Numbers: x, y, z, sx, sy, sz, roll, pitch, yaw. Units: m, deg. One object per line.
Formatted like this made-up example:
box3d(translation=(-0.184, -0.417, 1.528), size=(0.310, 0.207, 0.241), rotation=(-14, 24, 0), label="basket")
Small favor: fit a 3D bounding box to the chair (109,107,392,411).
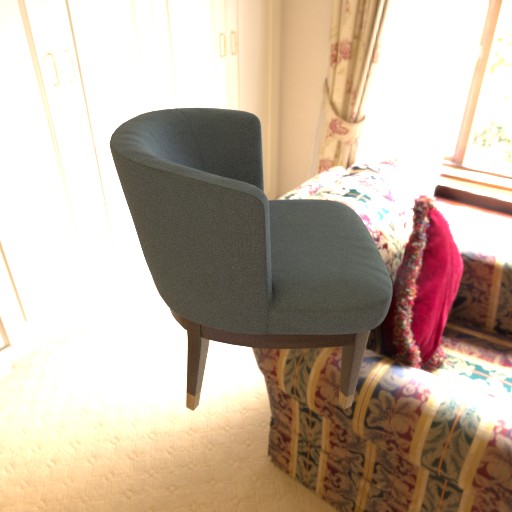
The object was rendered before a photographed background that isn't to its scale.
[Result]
box3d(translation=(0.000, 0.000, 1.302), size=(0.702, 0.760, 0.661), rotation=(0, 31, -1), label="chair")
